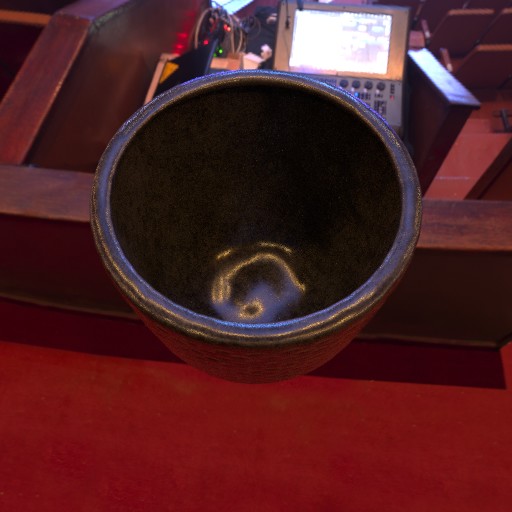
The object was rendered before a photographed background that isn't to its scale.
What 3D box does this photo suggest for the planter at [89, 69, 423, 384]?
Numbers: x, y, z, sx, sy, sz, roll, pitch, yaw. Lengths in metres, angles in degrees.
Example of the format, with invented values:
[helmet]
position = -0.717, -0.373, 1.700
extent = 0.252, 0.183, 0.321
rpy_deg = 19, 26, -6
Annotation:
[planter]
position = 0.000, 0.000, 0.345
extent = 0.197, 0.191, 0.197
rpy_deg = 0, 63, 0
